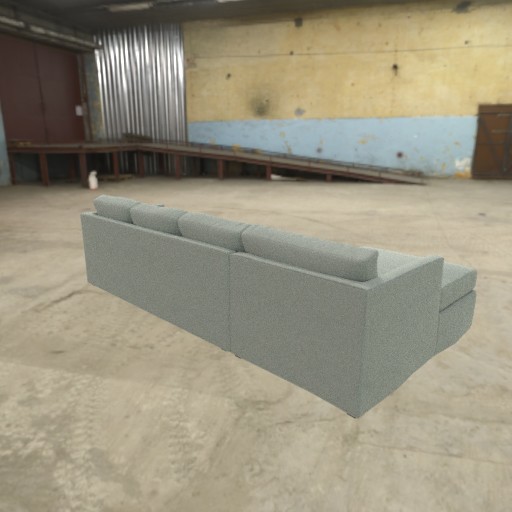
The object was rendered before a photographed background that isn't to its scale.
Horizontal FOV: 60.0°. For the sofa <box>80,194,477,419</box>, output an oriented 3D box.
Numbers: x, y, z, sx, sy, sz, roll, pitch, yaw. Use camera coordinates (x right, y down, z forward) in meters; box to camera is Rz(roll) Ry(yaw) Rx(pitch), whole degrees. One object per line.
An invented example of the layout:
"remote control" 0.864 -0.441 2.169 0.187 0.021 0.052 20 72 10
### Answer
"sofa" 0.000 0.000 3.845 3.205 0.922 1.650 15 21 43
